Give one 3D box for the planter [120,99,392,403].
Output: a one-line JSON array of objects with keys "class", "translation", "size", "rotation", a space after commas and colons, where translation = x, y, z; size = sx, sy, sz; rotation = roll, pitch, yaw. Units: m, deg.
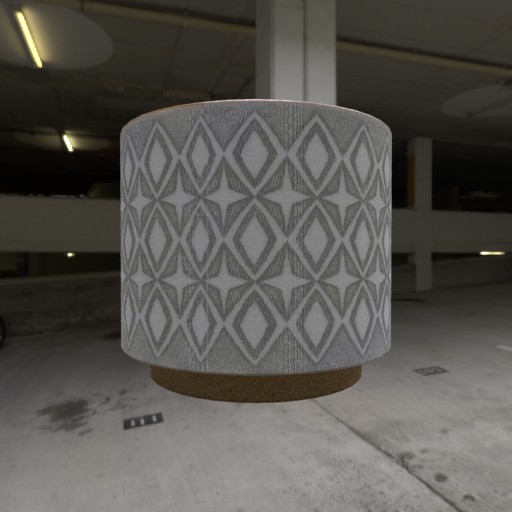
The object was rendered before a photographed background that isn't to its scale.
[{"class": "planter", "translation": [0.000, 0.000, 0.437], "size": [0.255, 0.223, 0.255], "rotation": [0, 1, 0]}]
